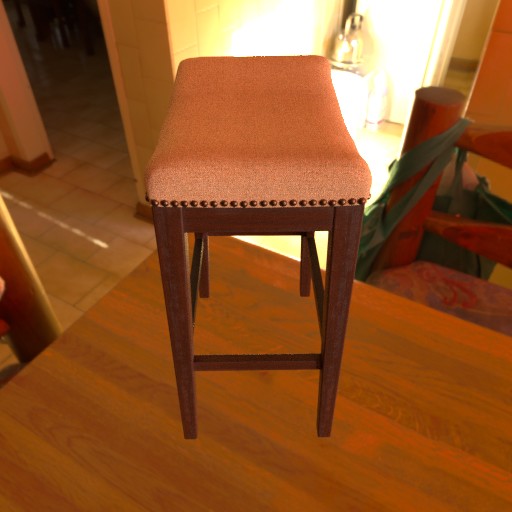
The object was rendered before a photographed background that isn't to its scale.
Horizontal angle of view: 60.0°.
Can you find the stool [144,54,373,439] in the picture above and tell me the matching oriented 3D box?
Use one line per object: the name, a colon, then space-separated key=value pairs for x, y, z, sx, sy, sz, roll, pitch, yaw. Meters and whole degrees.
stool: x=0.000 y=0.000 z=1.038 sx=0.363 sy=0.768 sz=0.509 roll=-1 pitch=42 yaw=-1
